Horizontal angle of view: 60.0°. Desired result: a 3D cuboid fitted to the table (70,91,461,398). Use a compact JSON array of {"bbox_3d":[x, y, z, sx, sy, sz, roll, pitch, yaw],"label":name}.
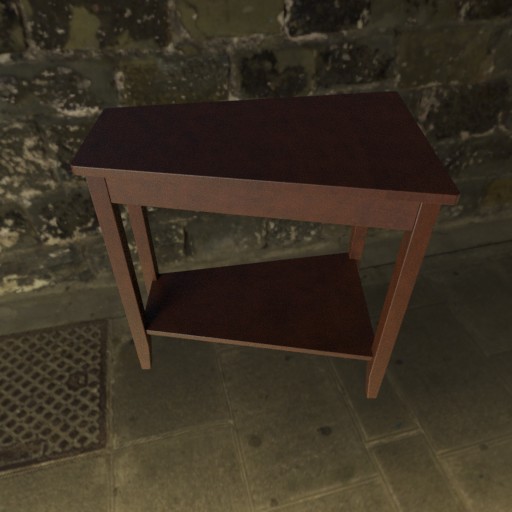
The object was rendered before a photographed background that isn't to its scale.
[{"bbox_3d":[0.000,0.000,0.994,0.605,0.589,0.399,0,42,0],"label":"table"}]
